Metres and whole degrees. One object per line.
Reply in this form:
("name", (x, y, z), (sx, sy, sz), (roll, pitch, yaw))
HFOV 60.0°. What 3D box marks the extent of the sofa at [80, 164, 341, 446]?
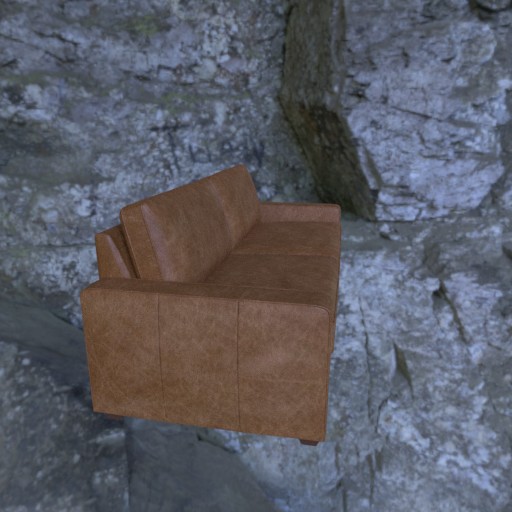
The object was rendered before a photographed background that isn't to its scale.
("sofa", (0.000, 0.000, 2.645), (0.991, 0.928, 2.156), (3, 17, 11))
